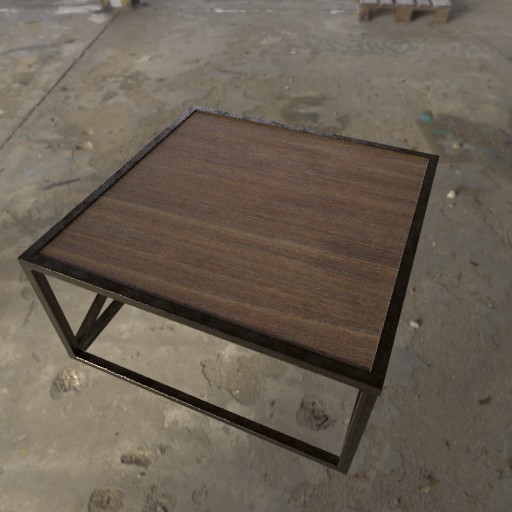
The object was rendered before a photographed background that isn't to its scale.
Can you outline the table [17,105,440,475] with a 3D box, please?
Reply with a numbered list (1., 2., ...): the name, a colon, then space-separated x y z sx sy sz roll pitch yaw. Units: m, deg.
1. table: 0.000 0.000 1.426 0.909 0.451 0.899 17 47 16
